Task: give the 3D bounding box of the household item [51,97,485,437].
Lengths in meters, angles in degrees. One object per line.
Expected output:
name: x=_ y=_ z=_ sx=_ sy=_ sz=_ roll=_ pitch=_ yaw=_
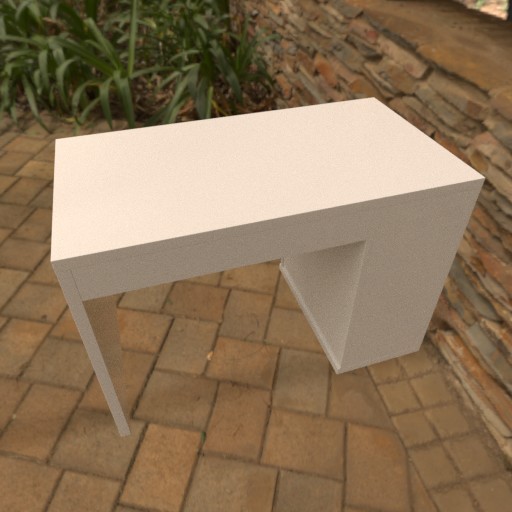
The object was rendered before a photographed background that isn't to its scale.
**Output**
household item: x=0.000 y=0.000 z=1.517 sx=1.100 sy=0.749 sz=0.597 roll=-12 pitch=42 yaw=-14
